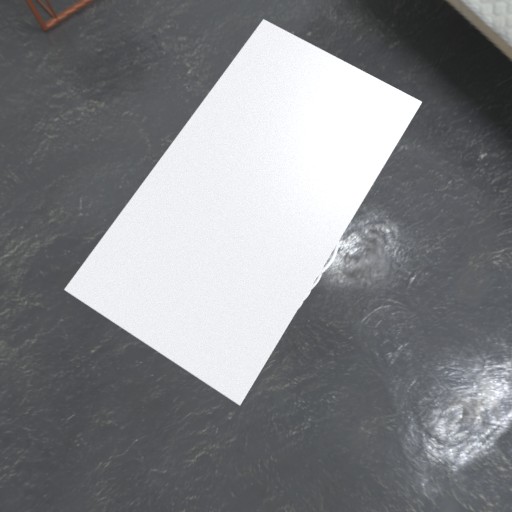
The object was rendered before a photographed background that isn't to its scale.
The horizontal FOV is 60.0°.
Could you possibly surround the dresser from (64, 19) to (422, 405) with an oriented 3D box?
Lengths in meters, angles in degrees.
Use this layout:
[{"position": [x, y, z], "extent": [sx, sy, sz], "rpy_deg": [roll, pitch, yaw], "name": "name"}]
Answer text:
[{"position": [0.000, 0.000, 1.363], "extent": [0.401, 1.021, 0.704], "rpy_deg": [31, 78, 7], "name": "dresser"}]
